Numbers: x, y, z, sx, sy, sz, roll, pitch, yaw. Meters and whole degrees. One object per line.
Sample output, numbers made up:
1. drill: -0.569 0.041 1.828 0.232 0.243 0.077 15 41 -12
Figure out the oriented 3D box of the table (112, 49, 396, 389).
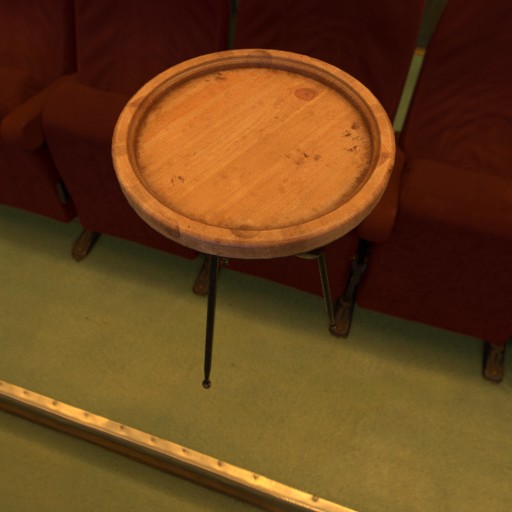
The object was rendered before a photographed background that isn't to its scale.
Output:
1. table: 0.000 0.000 0.919 0.418 0.664 0.414 15 58 10
